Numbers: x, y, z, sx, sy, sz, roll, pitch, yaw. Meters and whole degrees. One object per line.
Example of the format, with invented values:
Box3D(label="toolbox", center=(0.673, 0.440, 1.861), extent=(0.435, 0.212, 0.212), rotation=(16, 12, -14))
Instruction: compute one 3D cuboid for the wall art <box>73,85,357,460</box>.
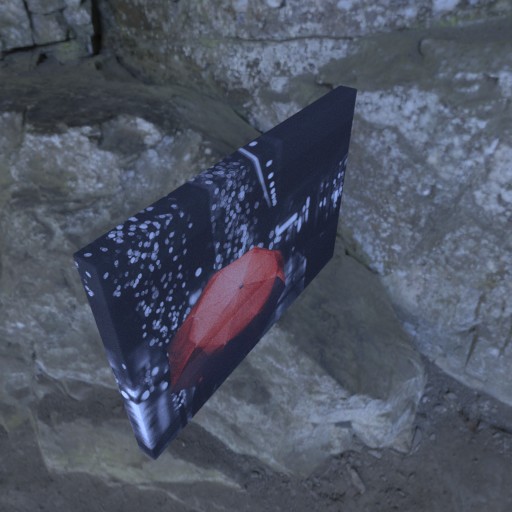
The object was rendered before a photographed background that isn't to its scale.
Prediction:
Box3D(label="wall art", center=(0.000, 0.000, 0.766), extent=(0.037, 0.406, 0.609), rotation=(24, 46, 26))
